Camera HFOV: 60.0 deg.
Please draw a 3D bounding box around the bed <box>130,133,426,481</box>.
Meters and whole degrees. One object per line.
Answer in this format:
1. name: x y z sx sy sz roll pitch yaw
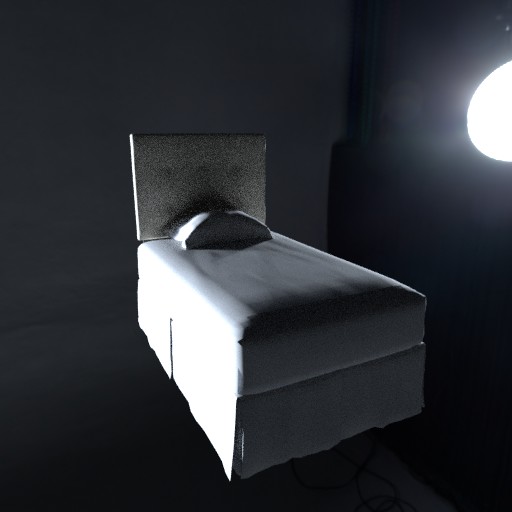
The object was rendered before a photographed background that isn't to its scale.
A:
1. bed: 0.000 0.000 2.958 1.261 1.571 1.997 -8 18 -26
